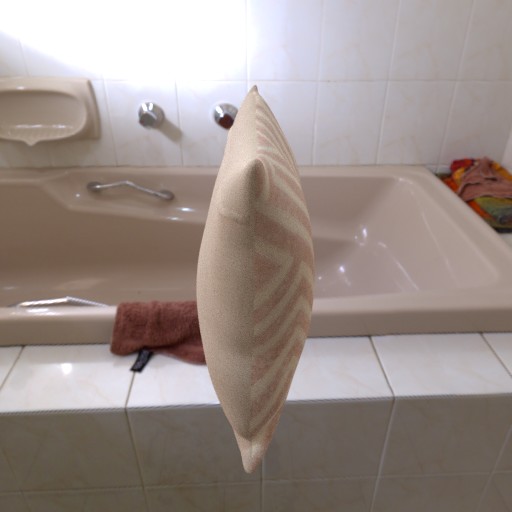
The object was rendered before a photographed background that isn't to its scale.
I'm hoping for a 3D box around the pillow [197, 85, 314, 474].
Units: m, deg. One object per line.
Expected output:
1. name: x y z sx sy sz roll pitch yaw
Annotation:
1. pillow: 0.000 0.000 0.683 0.182 0.441 0.440 0 31 0
